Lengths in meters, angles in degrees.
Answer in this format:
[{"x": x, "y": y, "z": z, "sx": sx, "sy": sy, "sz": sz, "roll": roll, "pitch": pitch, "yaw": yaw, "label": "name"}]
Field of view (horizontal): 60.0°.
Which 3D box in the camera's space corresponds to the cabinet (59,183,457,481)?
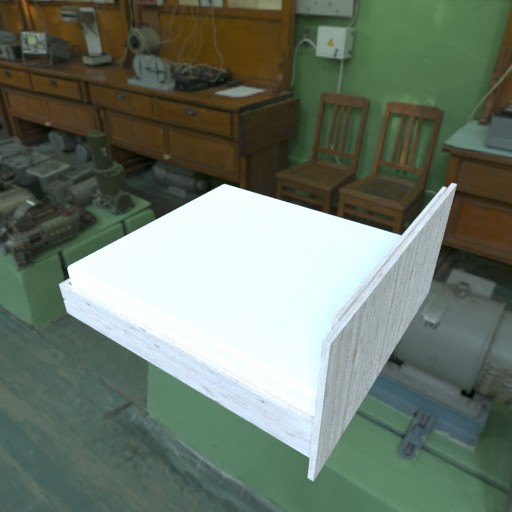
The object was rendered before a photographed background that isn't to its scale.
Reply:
[{"x": 0.000, "y": 0.000, "z": 3.191, "sx": 2.080, "sy": 0.970, "sz": 1.950, "roll": 20, "pitch": 38, "yaw": 29, "label": "cabinet"}]
